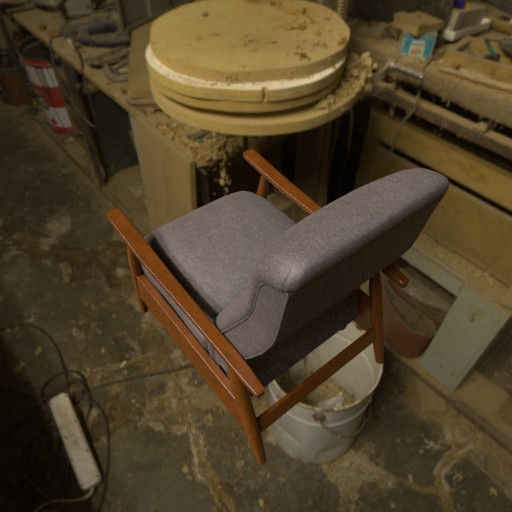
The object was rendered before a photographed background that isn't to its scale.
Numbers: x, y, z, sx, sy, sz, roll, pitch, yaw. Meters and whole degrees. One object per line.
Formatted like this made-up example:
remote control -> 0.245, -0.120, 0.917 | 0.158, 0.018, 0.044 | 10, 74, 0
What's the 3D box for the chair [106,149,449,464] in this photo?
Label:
chair -> 0.000, 0.000, 1.752 | 0.762, 1.081, 1.014 | -30, 53, -26
